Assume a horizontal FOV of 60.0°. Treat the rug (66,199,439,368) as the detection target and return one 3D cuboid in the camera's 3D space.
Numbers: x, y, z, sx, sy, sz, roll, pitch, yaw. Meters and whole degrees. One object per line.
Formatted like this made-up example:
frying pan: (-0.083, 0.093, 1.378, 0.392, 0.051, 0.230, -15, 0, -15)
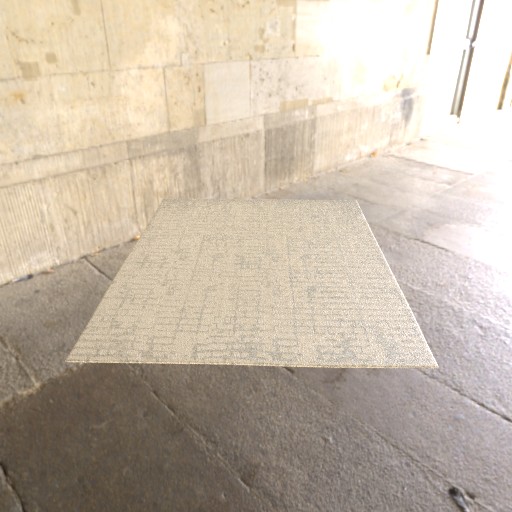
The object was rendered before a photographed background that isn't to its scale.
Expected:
rug: (0.000, 0.000, 4.234, 2.447, 0.014, 3.061, 1, 28, 1)
